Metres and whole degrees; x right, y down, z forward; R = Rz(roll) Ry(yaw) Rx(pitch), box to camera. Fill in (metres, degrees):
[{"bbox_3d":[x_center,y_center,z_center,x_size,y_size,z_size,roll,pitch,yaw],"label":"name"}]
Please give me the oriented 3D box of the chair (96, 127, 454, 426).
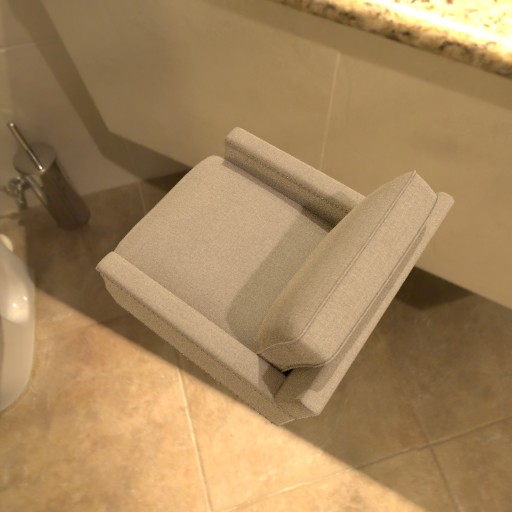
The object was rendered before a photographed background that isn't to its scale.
[{"bbox_3d":[0.000,0.000,1.727,1.014,0.943,0.853,33,67,16],"label":"chair"}]
